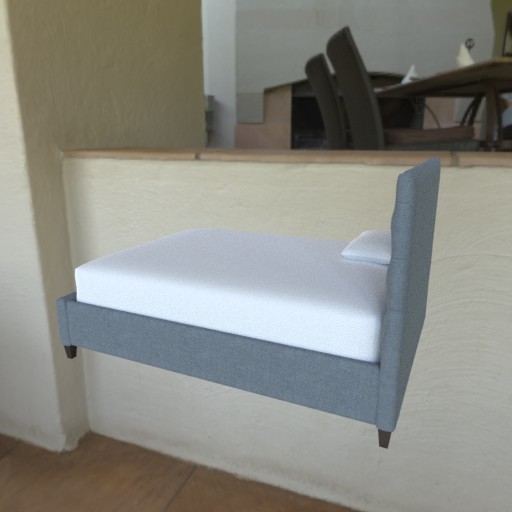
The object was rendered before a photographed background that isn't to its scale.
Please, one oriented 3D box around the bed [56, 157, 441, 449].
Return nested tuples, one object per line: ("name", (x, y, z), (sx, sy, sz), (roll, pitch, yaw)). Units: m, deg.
("bed", (0.000, 0.000, 3.293), (2.335, 1.411, 1.698), (7, 16, 24))
